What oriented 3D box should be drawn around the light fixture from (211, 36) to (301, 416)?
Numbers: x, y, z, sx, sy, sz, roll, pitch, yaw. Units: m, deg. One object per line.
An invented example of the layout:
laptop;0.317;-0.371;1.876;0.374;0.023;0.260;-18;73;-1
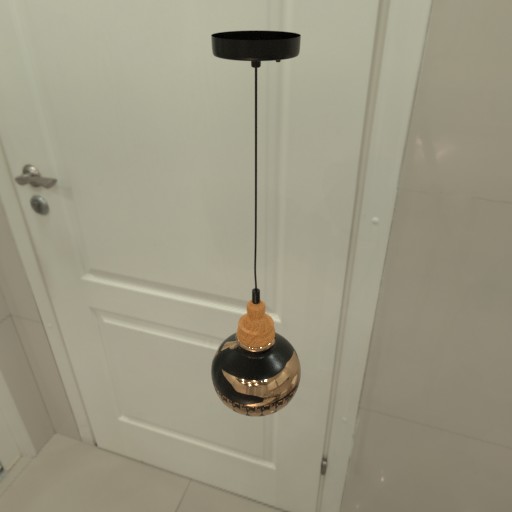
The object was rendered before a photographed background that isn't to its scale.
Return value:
light fixture;0.000;0.000;1.791;0.430;1.606;0.430;10;33;16
